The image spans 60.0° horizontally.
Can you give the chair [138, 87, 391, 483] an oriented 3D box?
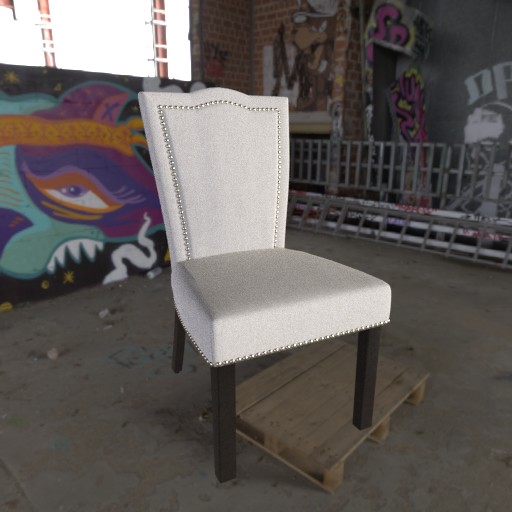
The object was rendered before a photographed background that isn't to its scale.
[{"bbox_3d":[0.000,0.000,1.273,0.518,0.946,0.589,-8,18,-26],"label":"chair"}]
